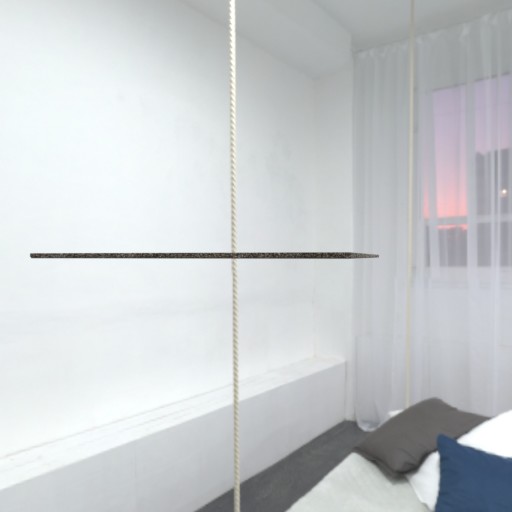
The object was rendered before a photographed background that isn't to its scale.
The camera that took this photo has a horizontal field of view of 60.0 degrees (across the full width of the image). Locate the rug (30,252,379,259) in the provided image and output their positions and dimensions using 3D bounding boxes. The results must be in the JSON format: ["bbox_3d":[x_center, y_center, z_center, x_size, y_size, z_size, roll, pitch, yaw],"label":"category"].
[{"bbox_3d":[0.000,0.000,2.985,1.501,0.025,2.352,0,0,18],"label":"rug"}]
